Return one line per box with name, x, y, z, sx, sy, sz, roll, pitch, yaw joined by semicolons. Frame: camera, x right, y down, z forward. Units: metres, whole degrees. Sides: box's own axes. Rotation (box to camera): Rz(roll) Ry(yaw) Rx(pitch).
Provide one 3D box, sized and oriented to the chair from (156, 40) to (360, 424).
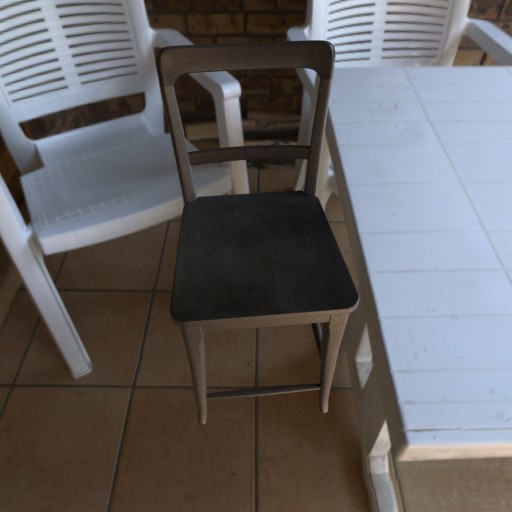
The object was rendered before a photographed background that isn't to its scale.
chair;0.000;0.000;1.270;0.450;0.991;0.546;-4;47;-4
